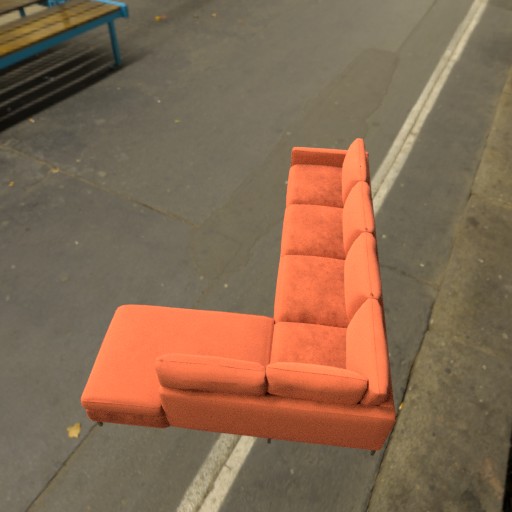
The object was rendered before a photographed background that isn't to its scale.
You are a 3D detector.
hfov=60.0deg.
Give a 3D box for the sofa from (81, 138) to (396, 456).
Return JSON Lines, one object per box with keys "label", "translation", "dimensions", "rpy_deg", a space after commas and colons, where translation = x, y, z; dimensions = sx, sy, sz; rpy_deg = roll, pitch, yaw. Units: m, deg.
{"label": "sofa", "translation": [0.000, 0.000, 3.559], "dimensions": [1.879, 0.757, 2.736], "rpy_deg": [5, 46, 5]}
